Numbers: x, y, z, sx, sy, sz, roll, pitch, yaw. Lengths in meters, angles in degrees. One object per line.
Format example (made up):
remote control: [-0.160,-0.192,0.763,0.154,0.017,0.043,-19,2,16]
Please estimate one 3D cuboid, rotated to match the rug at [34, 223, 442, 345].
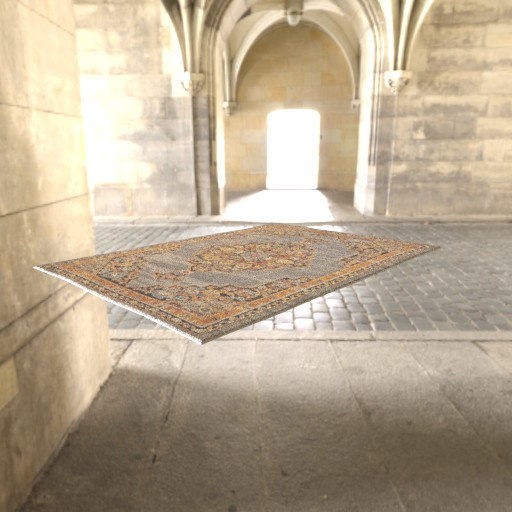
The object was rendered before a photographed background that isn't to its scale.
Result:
rug: [0.000,0.000,3.999,2.158,0.024,3.063,12,18,42]
